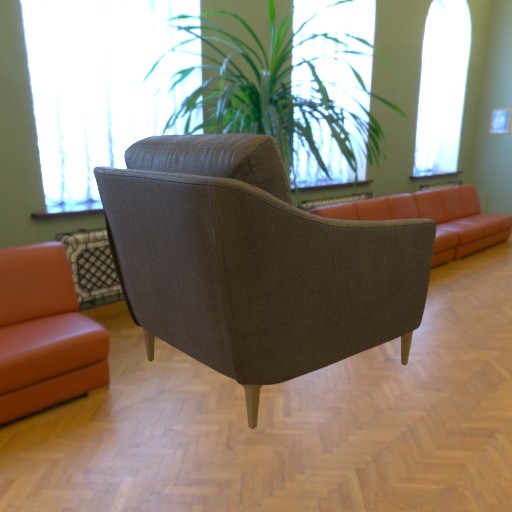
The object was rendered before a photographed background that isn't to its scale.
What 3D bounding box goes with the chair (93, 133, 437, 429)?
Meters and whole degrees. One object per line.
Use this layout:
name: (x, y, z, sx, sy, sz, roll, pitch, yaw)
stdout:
chair: (0.000, 0.000, 1.707, 0.961, 0.901, 0.988, -13, 19, -42)
